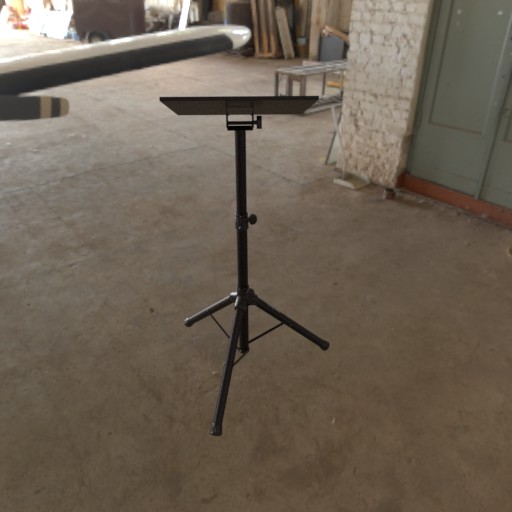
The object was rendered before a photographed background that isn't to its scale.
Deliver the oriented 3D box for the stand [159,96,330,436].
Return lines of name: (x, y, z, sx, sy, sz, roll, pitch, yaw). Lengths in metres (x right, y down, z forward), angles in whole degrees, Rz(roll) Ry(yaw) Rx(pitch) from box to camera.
stand: (0.000, 0.000, 1.673, 0.702, 1.198, 0.702, -1, 31, -2)
